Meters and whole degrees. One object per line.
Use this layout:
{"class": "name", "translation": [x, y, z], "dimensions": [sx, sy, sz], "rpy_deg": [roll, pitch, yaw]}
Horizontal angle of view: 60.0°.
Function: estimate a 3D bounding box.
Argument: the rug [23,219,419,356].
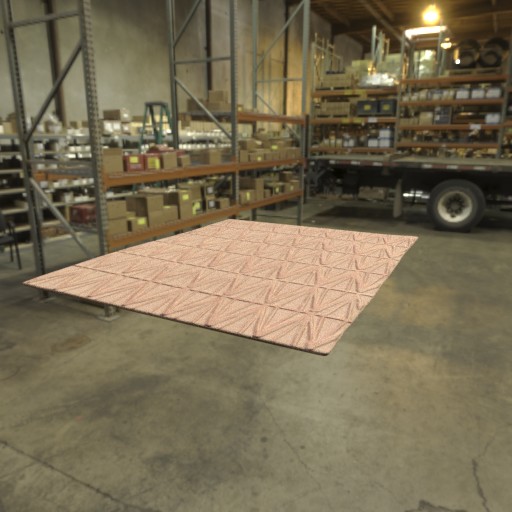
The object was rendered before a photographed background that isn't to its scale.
{"class": "rug", "translation": [0.000, 0.000, 4.127], "dimensions": [2.453, 0.043, 3.052], "rpy_deg": [8, 17, 27]}
